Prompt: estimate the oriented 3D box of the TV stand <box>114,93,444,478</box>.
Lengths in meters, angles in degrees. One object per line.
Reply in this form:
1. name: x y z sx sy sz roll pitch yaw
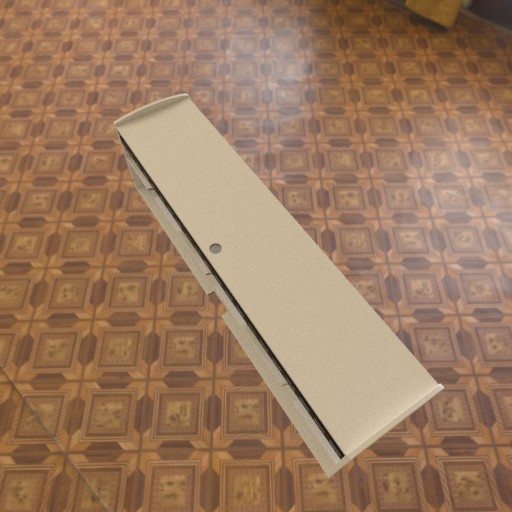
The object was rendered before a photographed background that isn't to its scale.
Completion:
1. TV stand: 0.000 0.000 1.657 0.397 0.424 1.473 -29 62 -17
